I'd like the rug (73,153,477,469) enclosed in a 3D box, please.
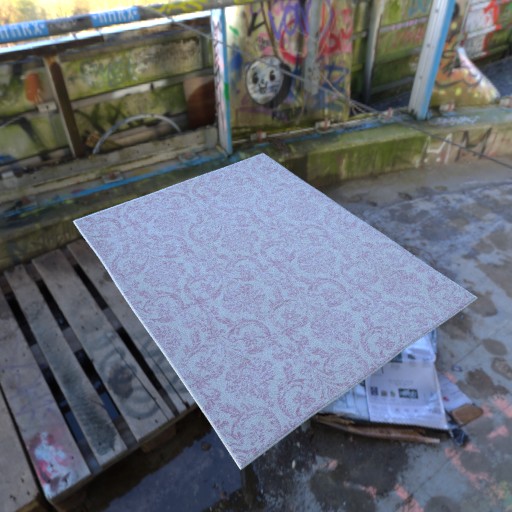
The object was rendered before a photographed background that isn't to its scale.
[{"bbox_3d":[0.000,0.000,4.040,2.363,0.012,2.980,-26,48,-26],"label":"rug"}]
